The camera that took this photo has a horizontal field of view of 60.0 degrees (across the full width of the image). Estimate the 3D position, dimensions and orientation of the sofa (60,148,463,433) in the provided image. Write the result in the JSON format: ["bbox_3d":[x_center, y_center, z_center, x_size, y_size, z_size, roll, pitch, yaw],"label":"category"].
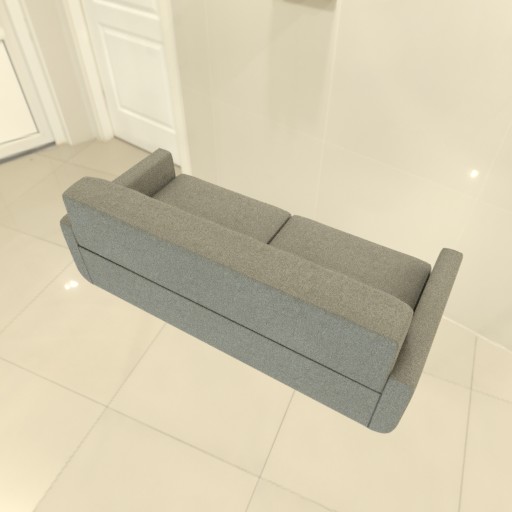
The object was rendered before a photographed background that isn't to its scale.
[{"bbox_3d":[0.000,0.000,2.557,2.055,0.873,0.968,23,50,21],"label":"sofa"}]
